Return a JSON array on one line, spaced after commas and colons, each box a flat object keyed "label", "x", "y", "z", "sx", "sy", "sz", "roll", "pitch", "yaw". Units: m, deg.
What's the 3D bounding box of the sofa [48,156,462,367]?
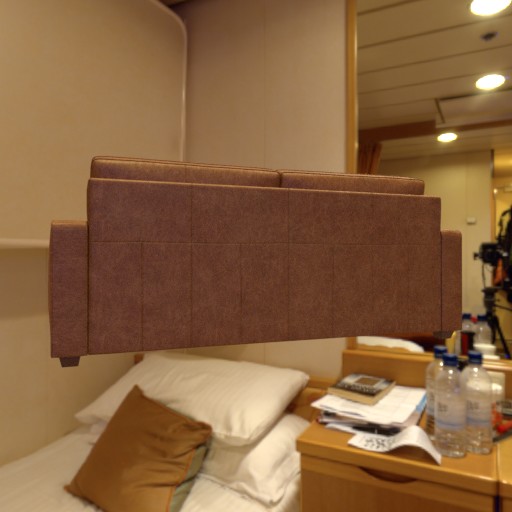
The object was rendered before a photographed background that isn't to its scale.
[{"label": "sofa", "x": 0.000, "y": 0.000, "z": 2.594, "sx": 2.156, "sy": 0.928, "sz": 0.991, "roll": 0, "pitch": 0, "yaw": -19}]
